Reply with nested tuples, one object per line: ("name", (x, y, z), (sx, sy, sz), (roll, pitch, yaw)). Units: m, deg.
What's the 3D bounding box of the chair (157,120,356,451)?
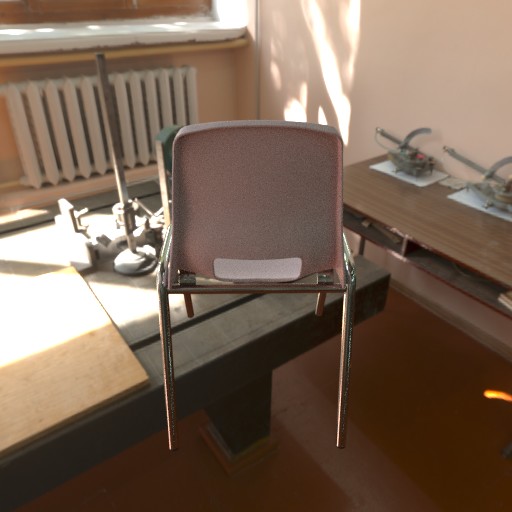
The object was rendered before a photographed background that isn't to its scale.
("chair", (0.000, 0.000, 0.901), (0.381, 0.653, 0.436), (0, 32, -1))
